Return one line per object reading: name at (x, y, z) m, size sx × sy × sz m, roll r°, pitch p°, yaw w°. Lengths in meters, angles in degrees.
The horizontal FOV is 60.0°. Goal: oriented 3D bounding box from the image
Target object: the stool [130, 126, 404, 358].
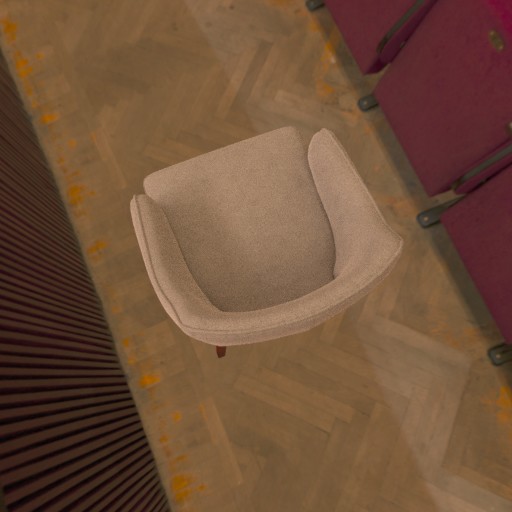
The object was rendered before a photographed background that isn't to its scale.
stool at (0.000, 0.000, 1.318) m, size 0.548 × 1.012 × 0.558 m, roll -21°, pitch 76°, yaw -5°
